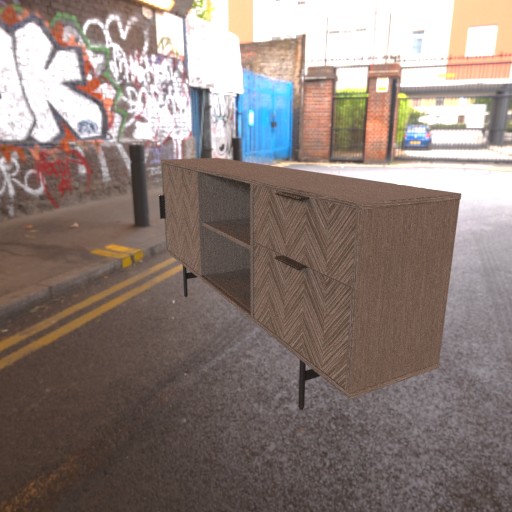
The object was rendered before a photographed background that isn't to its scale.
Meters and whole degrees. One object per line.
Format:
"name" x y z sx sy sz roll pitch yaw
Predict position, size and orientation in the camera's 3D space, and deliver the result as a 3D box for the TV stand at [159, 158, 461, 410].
"TV stand" 0.000 0.000 2.079 0.405 0.787 1.804 -8 18 -27
